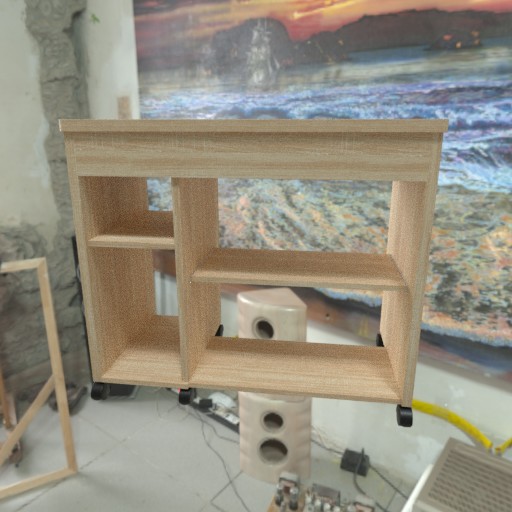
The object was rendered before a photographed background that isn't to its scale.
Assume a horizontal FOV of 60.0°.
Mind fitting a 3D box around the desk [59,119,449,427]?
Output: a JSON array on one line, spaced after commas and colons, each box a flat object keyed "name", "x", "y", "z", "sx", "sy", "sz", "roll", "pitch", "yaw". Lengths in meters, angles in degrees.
[{"name": "desk", "x": 0.000, "y": 0.000, "z": 1.312, "sx": 0.884, "sy": 0.770, "sz": 0.480, "roll": 2, "pitch": 17, "yaw": 8}]
